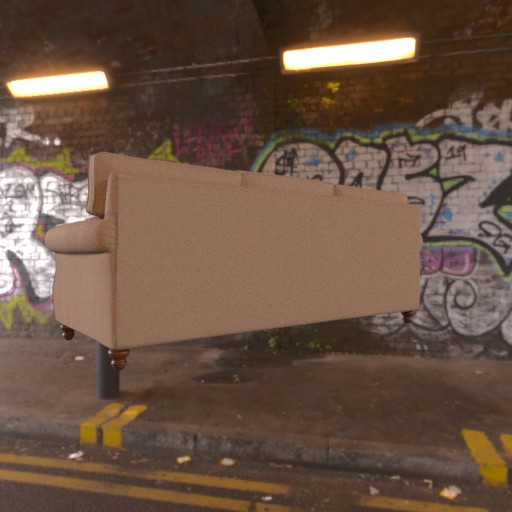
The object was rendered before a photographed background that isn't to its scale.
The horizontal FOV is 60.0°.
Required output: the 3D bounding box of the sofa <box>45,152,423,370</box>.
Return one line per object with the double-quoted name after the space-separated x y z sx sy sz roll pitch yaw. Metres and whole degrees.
0.000 0.000 2.806 2.354 0.948 0.966 0 1 -37 "sofa"
